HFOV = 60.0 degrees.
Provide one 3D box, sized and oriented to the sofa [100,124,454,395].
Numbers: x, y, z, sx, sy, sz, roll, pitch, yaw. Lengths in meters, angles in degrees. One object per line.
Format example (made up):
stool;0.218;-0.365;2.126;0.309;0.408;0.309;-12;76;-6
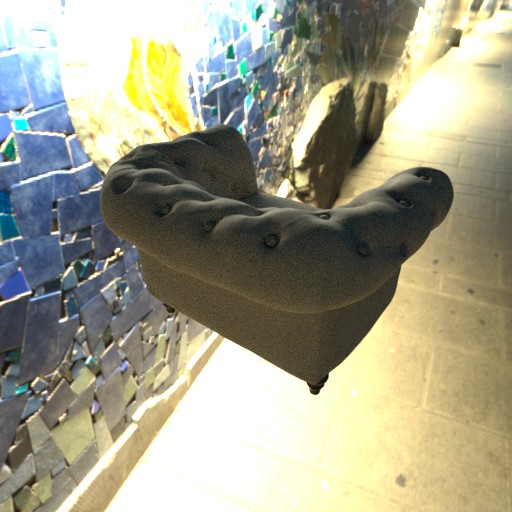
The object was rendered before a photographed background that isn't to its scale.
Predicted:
sofa;0.000;0.000;2.060;1.405;0.878;1.034;22;38;32
